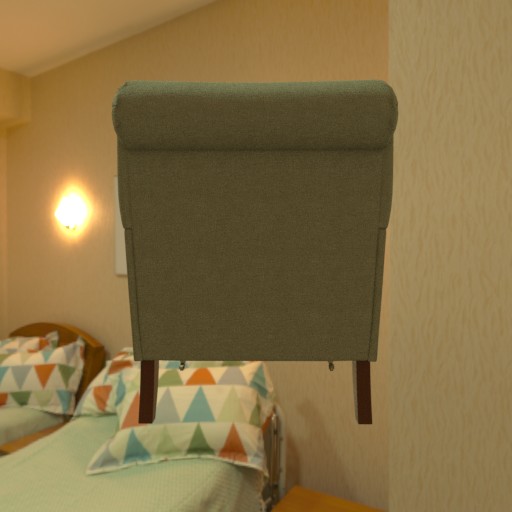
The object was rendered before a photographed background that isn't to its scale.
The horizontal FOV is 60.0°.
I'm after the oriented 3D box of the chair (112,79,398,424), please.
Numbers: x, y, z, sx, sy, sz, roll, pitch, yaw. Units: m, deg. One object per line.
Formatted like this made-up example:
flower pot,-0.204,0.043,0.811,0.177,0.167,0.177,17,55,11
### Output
chair,0.000,0.000,1.918,0.964,1.178,1.060,0,0,0
